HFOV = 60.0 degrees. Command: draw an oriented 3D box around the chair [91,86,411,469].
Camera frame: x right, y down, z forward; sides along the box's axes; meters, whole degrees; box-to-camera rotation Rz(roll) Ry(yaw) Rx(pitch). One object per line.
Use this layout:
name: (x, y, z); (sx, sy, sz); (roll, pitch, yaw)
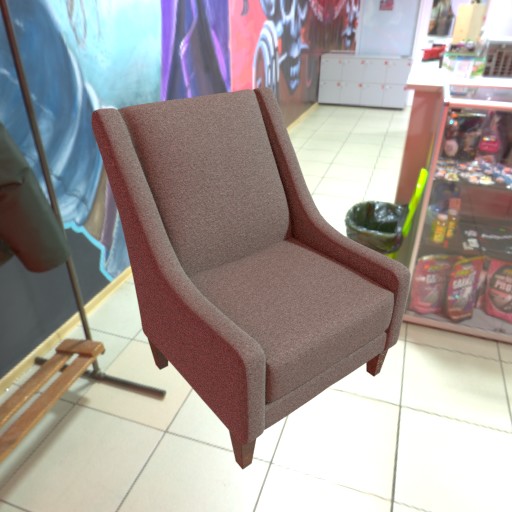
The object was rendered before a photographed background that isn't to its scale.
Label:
chair: (0.000, 0.000, 1.630); (0.774, 1.016, 0.870); (-22, 36, -32)
